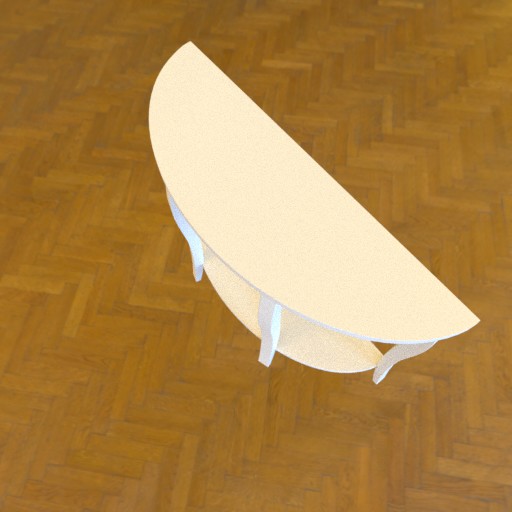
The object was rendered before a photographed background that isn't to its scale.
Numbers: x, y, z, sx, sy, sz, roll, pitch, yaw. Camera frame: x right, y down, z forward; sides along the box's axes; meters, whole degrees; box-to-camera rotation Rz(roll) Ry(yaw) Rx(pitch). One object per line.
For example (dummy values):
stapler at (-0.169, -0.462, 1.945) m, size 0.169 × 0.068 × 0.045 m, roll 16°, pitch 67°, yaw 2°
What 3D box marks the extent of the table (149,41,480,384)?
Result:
table at (0.000, 0.000, 1.553) m, size 0.394 × 0.780 × 1.219 m, roll -35°, pitch 69°, yaw -16°
